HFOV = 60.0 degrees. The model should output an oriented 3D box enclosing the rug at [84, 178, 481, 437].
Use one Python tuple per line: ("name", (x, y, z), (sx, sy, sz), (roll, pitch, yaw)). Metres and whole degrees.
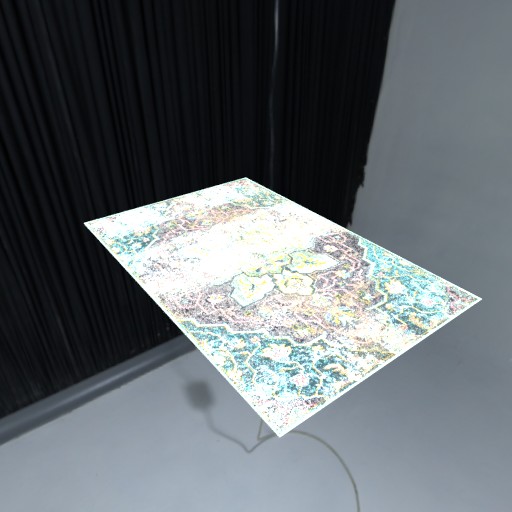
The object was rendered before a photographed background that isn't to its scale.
("rug", (0.000, 0.000, 2.976), (1.566, 0.004, 2.363), (-21, 38, -30))
